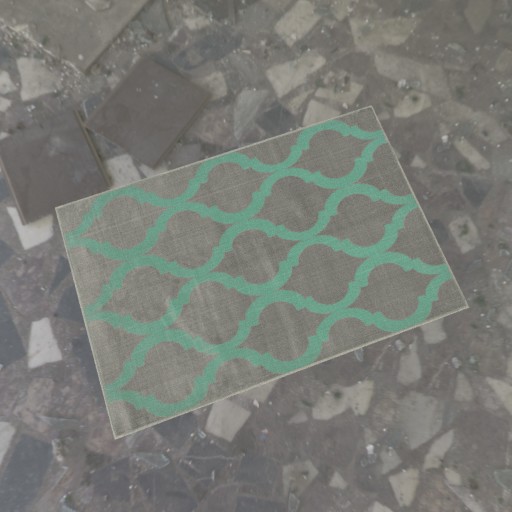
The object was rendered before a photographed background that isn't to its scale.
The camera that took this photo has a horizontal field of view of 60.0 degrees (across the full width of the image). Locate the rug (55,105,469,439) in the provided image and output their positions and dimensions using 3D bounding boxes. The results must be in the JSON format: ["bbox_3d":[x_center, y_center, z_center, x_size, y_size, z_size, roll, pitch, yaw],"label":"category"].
[{"bbox_3d":[0.000,0.000,2.858,2.286,0.006,1.524,-19,76,-5],"label":"rug"}]
